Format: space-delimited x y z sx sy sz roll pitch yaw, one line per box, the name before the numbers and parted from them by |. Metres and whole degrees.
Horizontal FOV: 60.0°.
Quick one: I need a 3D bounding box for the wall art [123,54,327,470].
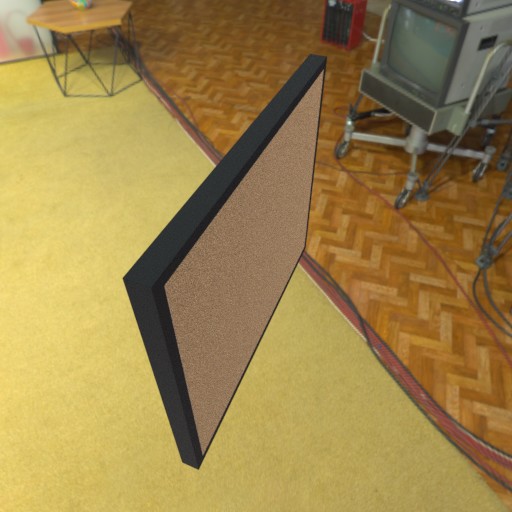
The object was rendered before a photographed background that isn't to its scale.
wall art | 0.000 0.000 0.737 0.030 0.454 0.554 17 48 16
